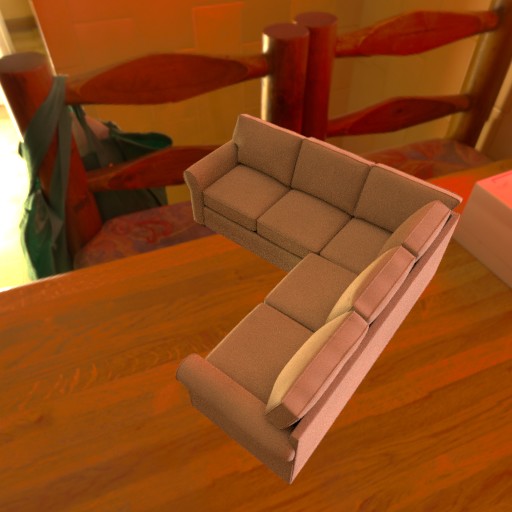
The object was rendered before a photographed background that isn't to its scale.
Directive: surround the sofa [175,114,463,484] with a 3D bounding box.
[{"bbox_3d":[0.000,0.000,3.849,2.487,1.053,2.562,30,53,25],"label":"sofa"}]
